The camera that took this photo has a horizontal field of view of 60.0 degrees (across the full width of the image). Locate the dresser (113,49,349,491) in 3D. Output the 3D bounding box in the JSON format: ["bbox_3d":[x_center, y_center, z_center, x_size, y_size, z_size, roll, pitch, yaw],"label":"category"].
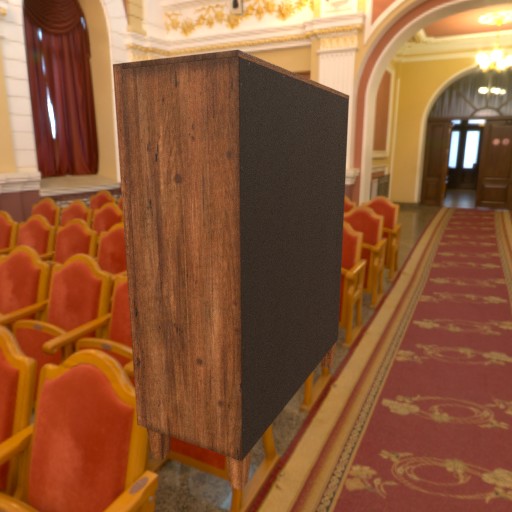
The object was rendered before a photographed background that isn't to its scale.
[{"bbox_3d":[0.000,0.000,1.853,0.438,1.359,1.067,7,15,26],"label":"dresser"}]
